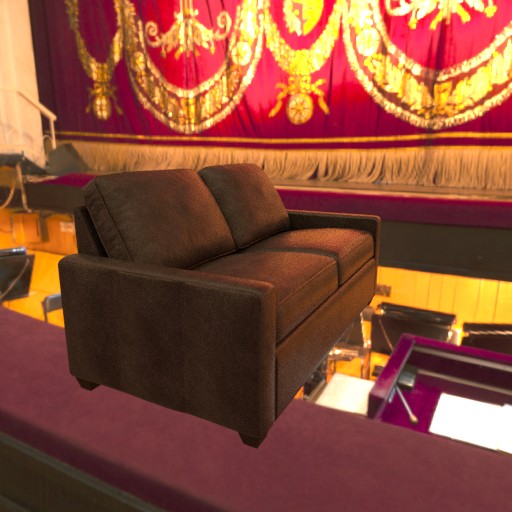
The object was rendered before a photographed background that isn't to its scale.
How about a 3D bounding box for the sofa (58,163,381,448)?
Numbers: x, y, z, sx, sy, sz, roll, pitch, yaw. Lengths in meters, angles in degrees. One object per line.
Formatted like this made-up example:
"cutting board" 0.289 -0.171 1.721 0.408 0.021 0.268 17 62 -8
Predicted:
"sofa" 0.000 0.000 2.338 0.939 0.916 1.732 7 16 27
